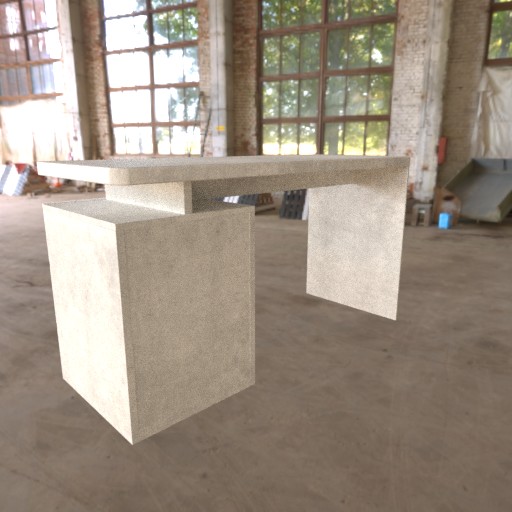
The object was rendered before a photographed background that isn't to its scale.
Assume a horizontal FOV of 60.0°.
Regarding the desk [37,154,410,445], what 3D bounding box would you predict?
[{"bbox_3d":[0.000,0.000,1.753,1.400,0.755,0.550,-13,19,-42],"label":"desk"}]
